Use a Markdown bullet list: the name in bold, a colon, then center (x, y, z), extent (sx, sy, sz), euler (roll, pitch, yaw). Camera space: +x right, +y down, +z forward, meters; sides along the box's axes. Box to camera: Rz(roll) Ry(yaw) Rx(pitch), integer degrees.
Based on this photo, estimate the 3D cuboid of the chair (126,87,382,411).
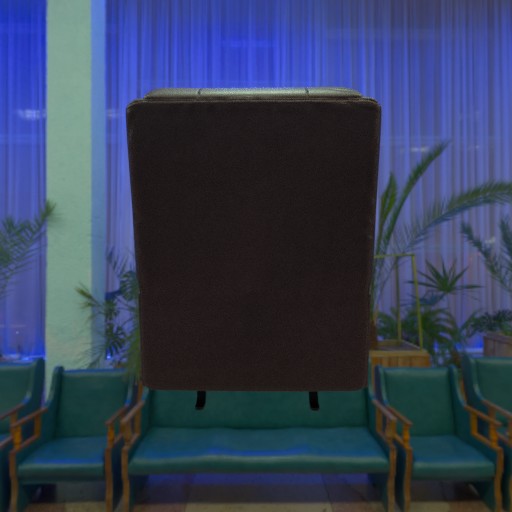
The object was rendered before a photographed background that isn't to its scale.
- **chair**: center (0.000, 0.000, 1.771), extent (0.838, 1.054, 1.014), euler (0, -1, 1)
